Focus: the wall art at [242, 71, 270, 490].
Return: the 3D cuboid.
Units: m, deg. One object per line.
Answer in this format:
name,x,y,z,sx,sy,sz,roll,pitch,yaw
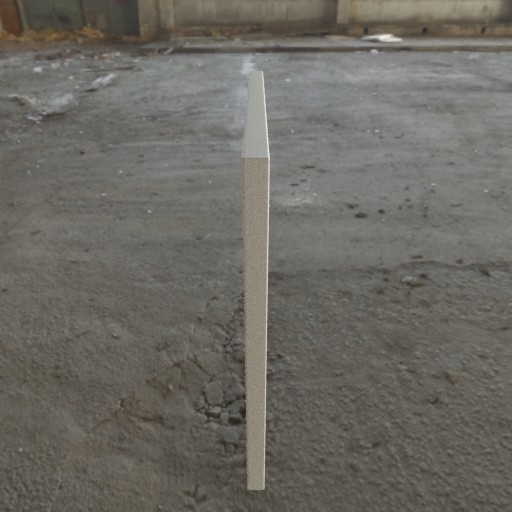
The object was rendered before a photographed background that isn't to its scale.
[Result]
wall art,0.000,0.000,1.112,0.037,0.757,0.757,0,31,0
